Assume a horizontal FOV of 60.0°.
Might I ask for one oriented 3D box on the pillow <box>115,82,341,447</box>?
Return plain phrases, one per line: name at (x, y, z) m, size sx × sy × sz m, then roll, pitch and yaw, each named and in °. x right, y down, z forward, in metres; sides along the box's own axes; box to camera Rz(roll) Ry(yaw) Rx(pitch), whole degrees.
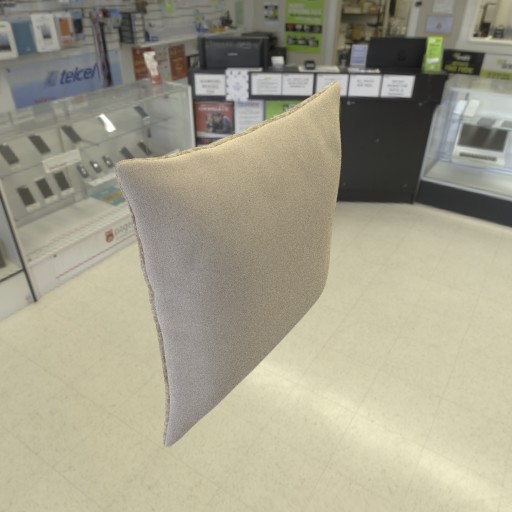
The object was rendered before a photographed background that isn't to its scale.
pillow at (0.000, 0.000, 0.788) m, size 0.166 × 0.510 × 0.523 m, roll 21°, pitch 39°, yaw 29°
